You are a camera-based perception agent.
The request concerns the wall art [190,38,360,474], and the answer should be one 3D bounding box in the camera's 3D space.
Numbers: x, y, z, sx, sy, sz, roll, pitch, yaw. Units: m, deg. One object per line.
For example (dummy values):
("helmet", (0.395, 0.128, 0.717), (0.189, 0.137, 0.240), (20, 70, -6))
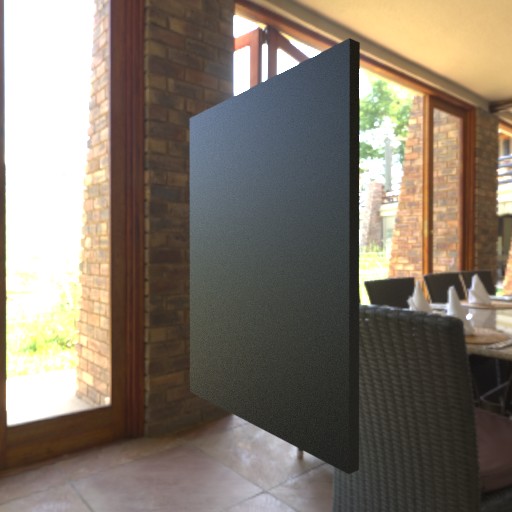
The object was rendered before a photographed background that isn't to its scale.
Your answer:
("wall art", (0.000, 0.000, 1.412), (0.038, 1.062, 0.806), (0, 1, -37))
